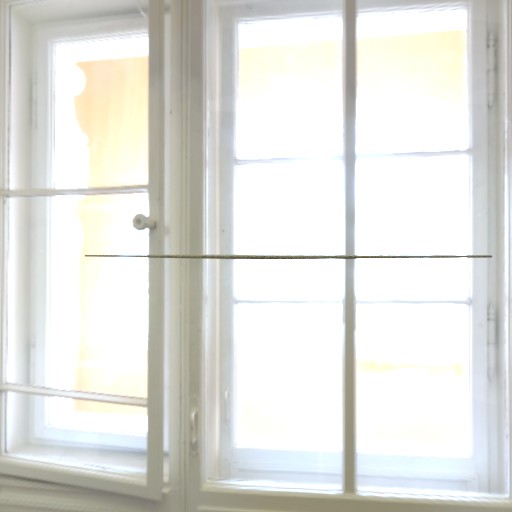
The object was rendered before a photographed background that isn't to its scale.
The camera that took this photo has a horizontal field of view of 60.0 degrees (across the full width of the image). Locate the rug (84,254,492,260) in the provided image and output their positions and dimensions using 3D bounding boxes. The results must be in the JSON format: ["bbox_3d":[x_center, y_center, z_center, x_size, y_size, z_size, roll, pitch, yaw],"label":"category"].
[{"bbox_3d":[0.000,0.000,2.889,1.547,0.013,2.283,0,0,-36],"label":"rug"}]
